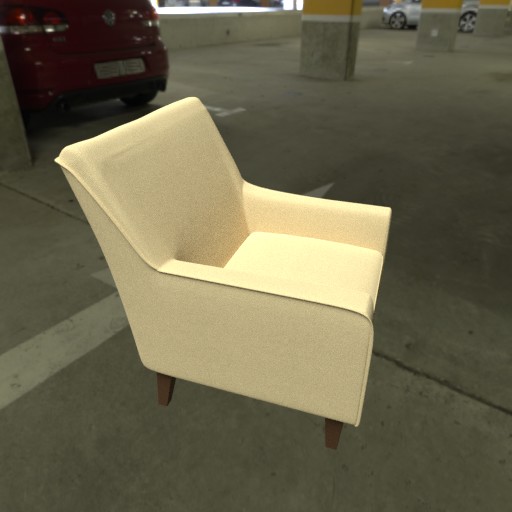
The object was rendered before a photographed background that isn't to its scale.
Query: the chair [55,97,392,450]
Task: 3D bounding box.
[{"bbox_3d":[0.000,0.000,1.591,0.899,0.919,0.780,10,32,16],"label":"chair"}]
